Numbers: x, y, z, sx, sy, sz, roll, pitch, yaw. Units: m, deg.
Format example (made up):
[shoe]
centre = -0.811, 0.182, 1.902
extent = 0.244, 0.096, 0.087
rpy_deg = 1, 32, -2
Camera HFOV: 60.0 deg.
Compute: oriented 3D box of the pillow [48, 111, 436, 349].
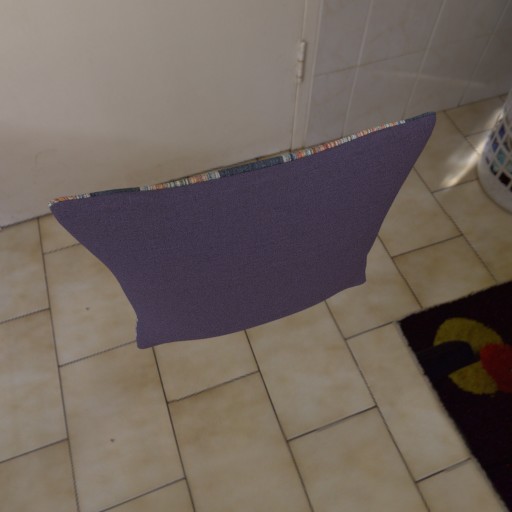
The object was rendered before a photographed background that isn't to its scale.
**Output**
[pillow]
centre = 0.000, 0.000, 0.642
extent = 0.437, 0.419, 0.136
rpy_deg = -15, 60, -9
